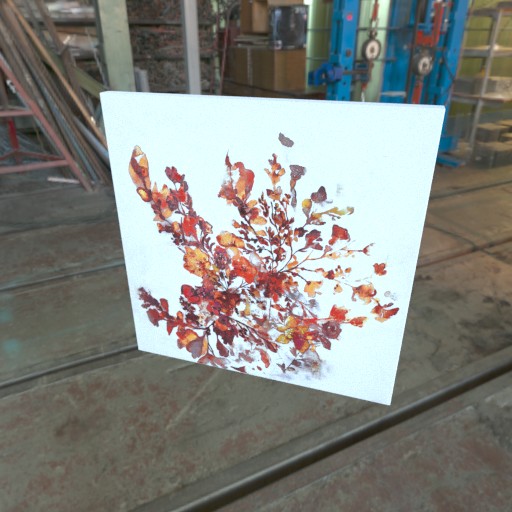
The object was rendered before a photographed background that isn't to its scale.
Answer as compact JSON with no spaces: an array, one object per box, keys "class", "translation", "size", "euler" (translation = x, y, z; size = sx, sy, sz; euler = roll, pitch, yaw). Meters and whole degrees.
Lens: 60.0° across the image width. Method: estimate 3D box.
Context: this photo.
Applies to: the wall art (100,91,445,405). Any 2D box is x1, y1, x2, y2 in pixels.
[{"class":"wall art","translation":[0.000,0.000,1.120],"size":[0.757,0.757,0.037],"euler":[8,28,16]}]
